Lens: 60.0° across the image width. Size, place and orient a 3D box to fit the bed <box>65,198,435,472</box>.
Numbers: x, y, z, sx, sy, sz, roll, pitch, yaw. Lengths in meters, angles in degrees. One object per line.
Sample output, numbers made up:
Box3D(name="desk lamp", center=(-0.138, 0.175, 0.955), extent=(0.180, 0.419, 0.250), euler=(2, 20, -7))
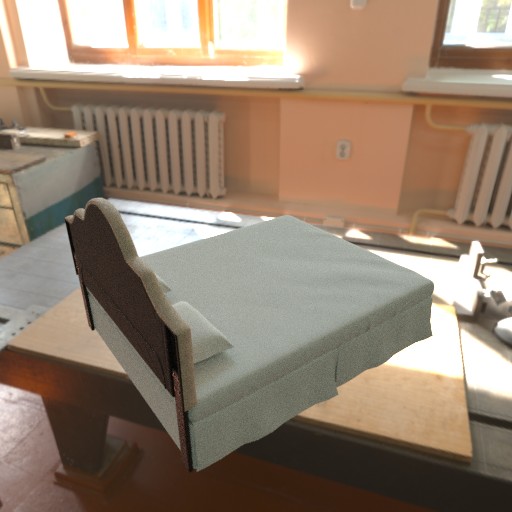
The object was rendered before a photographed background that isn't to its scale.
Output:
Box3D(name="bed", center=(0.000, 0.000, 2.974), extent=(1.970, 1.194, 1.667), euler=(-19, 32, -32))
